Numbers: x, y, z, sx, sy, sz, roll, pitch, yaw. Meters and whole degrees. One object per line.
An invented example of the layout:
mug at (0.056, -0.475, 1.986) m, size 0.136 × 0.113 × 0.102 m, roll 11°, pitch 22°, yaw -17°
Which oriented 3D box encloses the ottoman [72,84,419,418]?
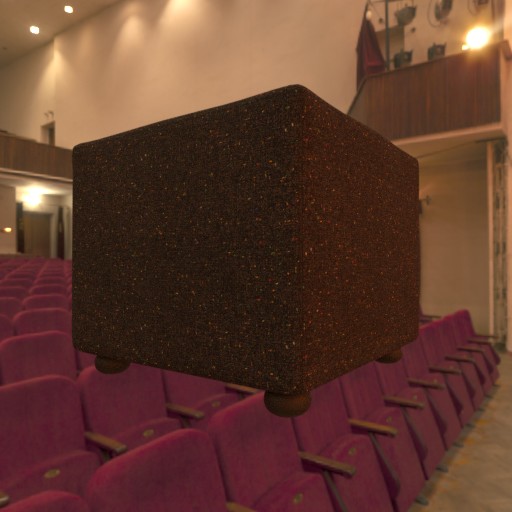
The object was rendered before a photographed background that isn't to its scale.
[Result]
ottoman at (0.000, 0.000, 0.868) m, size 0.508 × 0.432 × 0.508 m, roll -1°, pitch -1°, yaw 36°
